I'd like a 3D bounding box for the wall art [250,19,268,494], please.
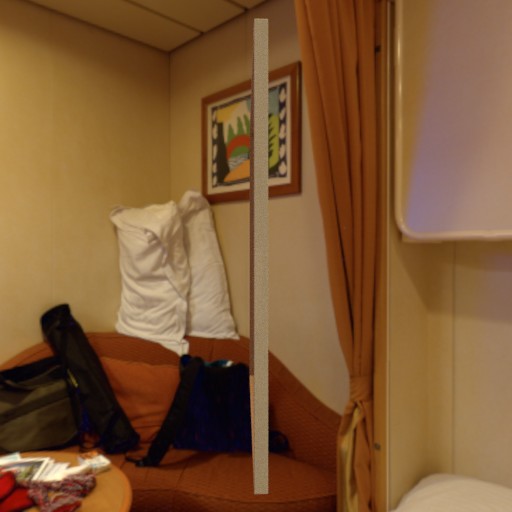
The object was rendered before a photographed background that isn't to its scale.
[{"bbox_3d":[0.000,0.000,0.966,0.021,0.710,0.609,0,0,-1],"label":"wall art"}]
